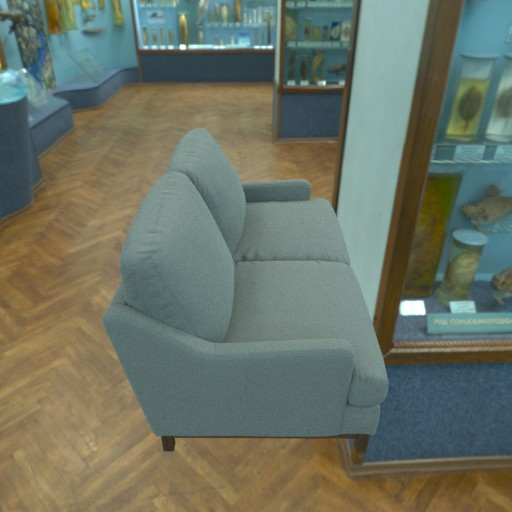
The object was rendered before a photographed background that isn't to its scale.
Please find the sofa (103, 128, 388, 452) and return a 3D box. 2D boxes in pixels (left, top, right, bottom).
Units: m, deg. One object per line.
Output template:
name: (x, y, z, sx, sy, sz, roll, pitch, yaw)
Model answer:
sofa: (0.000, 0.000, 2.198, 0.987, 0.921, 1.589, 0, 31, 0)
